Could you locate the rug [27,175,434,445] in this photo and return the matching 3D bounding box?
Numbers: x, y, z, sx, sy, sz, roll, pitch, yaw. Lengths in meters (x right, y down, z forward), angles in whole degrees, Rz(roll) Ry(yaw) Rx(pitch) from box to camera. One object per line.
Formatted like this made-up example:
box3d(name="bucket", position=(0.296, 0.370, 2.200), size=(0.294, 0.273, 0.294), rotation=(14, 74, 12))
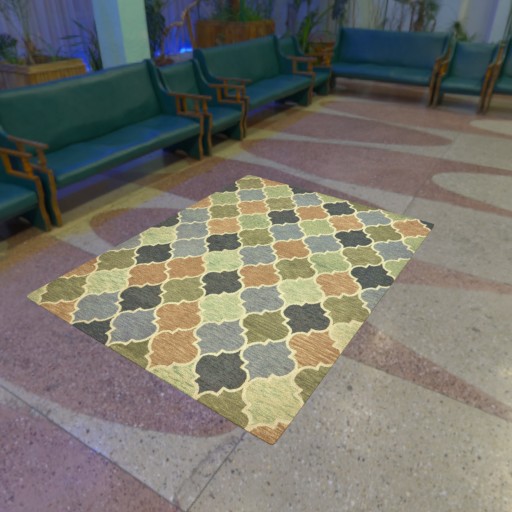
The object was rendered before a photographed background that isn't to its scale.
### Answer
box3d(name="rug", position=(0.000, 0.000, 4.201), size=(2.439, 0.013, 3.200), rotation=(20, 38, 29))
